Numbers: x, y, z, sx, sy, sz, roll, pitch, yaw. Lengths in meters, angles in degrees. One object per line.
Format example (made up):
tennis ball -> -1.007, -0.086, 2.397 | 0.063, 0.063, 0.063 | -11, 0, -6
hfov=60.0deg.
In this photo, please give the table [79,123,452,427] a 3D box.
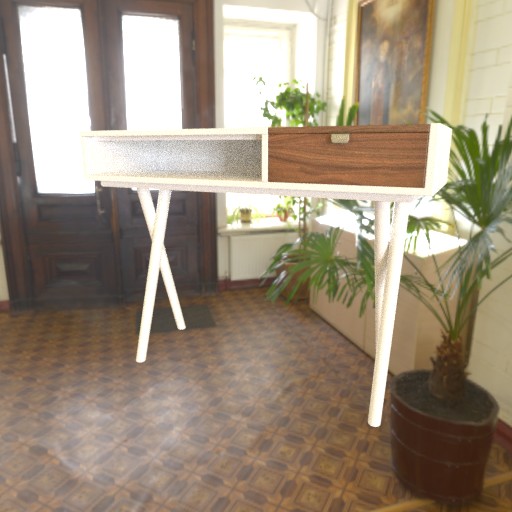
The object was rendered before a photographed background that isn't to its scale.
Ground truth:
table -> 0.000, 0.000, 1.434 | 1.066, 0.785, 0.418 | 7, 16, 26
